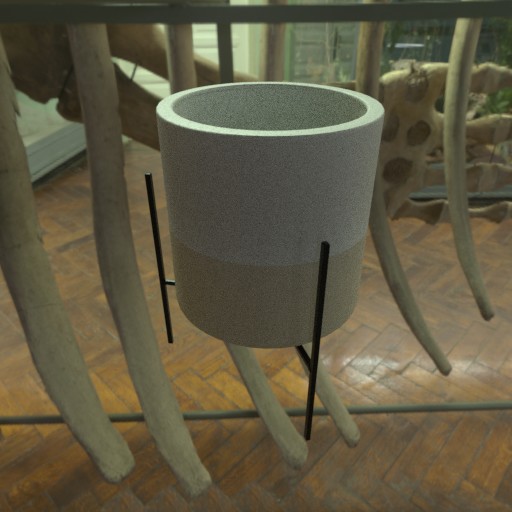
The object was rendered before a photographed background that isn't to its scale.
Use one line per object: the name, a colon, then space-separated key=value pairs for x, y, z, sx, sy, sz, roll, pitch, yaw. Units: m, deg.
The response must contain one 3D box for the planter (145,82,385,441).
planter: x=0.000 y=0.000 z=0.548 sx=0.267 sy=0.362 sz=0.263 roll=-1 pitch=32 yaw=-1
